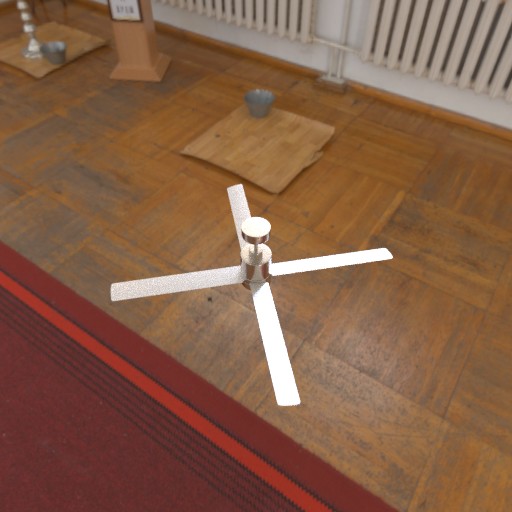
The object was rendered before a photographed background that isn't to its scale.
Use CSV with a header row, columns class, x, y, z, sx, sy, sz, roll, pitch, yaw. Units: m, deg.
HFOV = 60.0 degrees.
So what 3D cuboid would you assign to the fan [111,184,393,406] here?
class,x,y,z,sx,sy,sz,roll,pitch,yaw
fan,0.000,0.000,1.986,1.322,0.355,1.322,-8,47,-7
